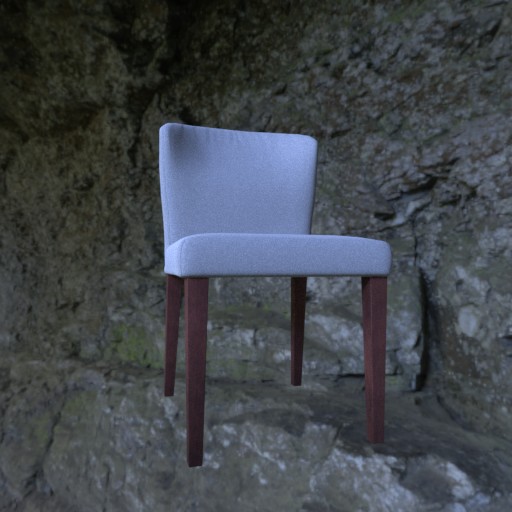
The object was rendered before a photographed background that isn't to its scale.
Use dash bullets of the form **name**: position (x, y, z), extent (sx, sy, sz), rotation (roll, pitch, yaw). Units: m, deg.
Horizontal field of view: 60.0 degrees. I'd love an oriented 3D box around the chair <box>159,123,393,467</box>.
- **chair**: position (0.000, 0.000, 1.192), extent (0.491, 0.839, 0.592), rotation (0, -1, -17)
